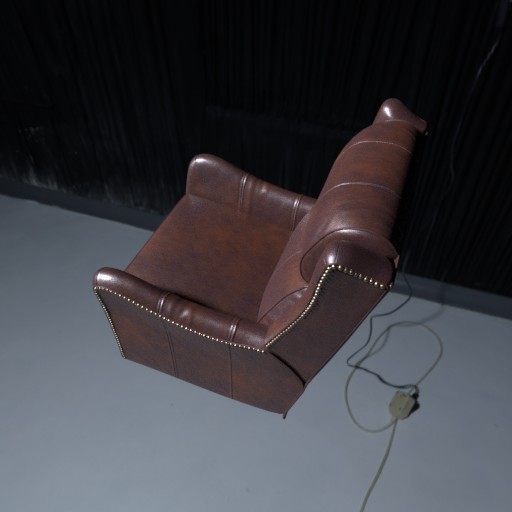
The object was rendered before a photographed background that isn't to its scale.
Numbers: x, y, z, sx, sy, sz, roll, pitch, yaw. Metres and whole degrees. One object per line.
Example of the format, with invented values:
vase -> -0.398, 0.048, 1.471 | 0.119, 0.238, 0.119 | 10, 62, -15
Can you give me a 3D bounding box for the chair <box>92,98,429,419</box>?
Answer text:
chair -> 0.000, 0.000, 1.774 | 1.008, 1.084, 0.869 | 16, 48, 15
